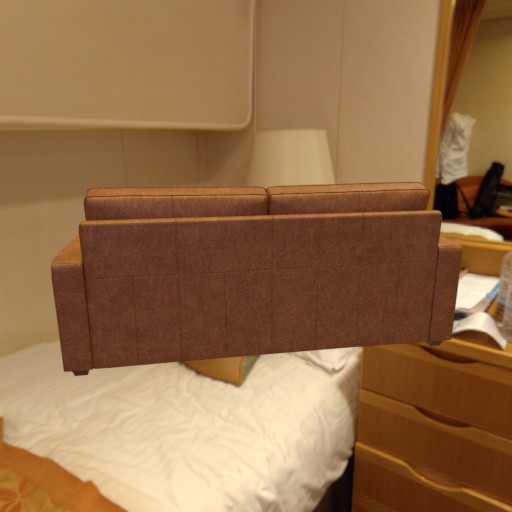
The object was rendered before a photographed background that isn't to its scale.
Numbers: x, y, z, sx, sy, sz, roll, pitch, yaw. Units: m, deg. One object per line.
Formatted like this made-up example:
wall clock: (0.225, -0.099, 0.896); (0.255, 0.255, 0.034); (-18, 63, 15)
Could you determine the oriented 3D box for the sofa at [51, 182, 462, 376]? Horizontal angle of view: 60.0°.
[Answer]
sofa: (0.000, 0.000, 2.712); (2.156, 0.928, 0.991); (-3, 15, -9)
